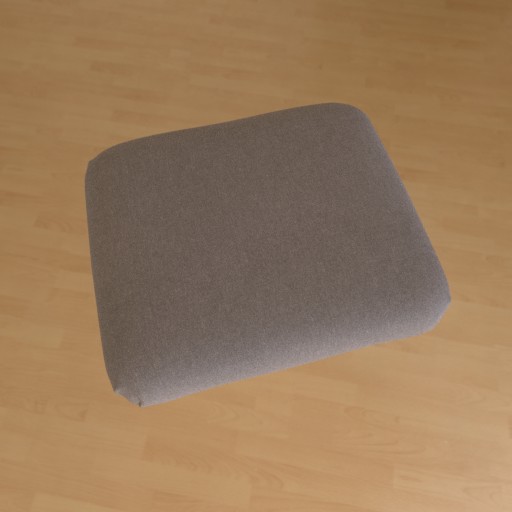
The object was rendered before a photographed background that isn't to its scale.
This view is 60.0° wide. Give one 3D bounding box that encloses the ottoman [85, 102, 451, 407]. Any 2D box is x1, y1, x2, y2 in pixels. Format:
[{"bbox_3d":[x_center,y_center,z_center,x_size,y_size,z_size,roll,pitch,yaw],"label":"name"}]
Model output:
[{"bbox_3d":[0.000,0.000,1.129,0.747,0.450,0.622,-13,65,-6],"label":"ottoman"}]
